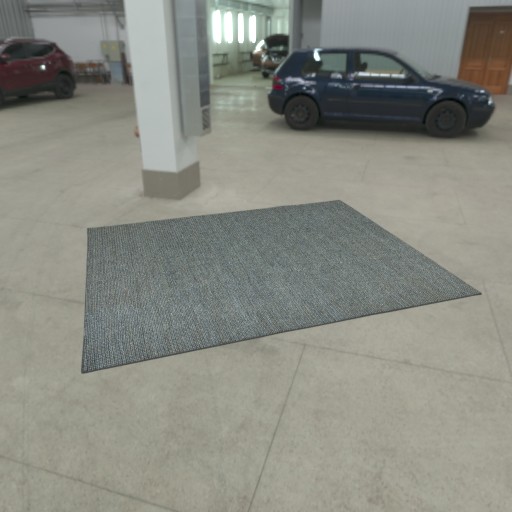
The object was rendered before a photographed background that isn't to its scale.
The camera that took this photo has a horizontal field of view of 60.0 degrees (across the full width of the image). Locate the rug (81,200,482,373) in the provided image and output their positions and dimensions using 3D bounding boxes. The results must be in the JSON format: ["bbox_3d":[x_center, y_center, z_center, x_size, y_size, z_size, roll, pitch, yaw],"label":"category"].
[{"bbox_3d":[0.000,0.000,4.202,3.068,0.021,2.456,-8,27,-16],"label":"rug"}]
